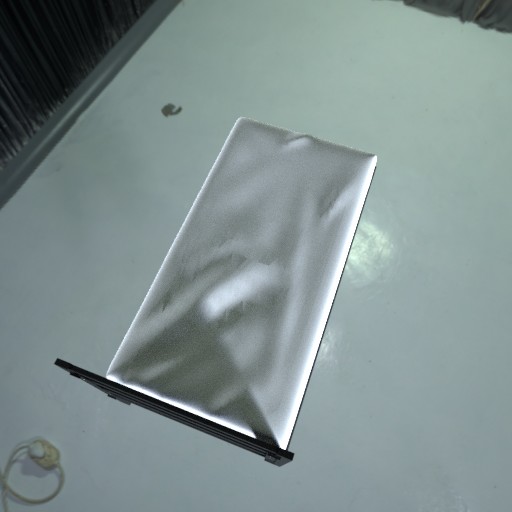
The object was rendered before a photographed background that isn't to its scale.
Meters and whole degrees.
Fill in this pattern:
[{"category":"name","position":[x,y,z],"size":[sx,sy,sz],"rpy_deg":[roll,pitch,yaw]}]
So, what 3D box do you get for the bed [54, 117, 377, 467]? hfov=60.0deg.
[{"category":"bed","position":[0.000,0.000,2.502],"size":[0.991,0.967,1.930],"rpy_deg":[18,65,9]}]
